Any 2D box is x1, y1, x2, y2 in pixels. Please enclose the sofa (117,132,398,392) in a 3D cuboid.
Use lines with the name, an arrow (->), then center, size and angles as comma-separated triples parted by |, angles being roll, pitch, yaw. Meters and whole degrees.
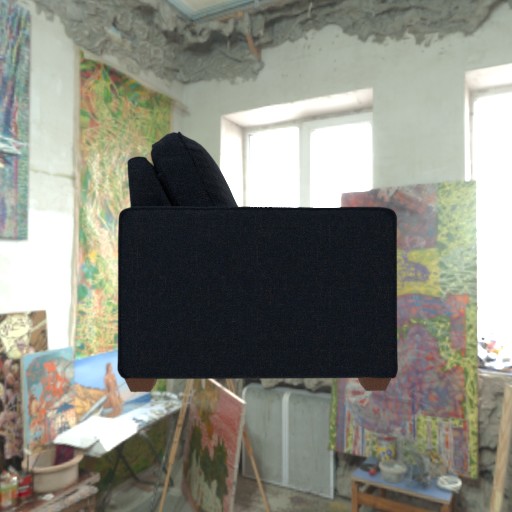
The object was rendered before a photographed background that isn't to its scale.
sofa -> 0.000, 0.000, 2.285 | 0.947, 0.918, 1.709 | 0, 0, -1
